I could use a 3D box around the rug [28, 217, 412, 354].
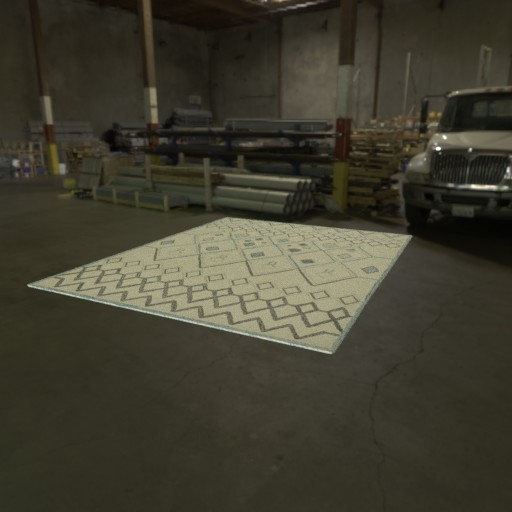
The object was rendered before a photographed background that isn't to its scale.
[{"bbox_3d":[0.000,0.000,4.218,2.441,0.013,3.056,8,18,25],"label":"rug"}]
